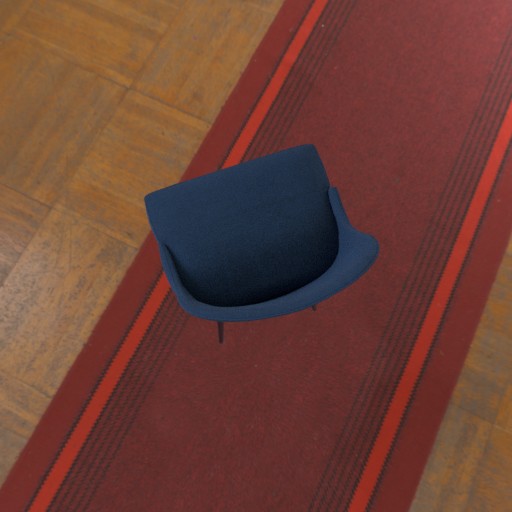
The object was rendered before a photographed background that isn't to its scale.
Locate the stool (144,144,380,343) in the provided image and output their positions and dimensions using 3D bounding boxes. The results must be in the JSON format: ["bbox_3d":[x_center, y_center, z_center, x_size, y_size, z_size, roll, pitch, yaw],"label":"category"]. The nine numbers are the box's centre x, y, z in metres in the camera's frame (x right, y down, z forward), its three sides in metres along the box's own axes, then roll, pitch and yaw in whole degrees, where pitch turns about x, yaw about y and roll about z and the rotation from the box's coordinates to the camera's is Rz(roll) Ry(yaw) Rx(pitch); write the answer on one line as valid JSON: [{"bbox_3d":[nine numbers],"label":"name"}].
[{"bbox_3d":[0.000,0.000,1.359,0.527,1.079,0.489,-18,77,-4],"label":"stool"}]
